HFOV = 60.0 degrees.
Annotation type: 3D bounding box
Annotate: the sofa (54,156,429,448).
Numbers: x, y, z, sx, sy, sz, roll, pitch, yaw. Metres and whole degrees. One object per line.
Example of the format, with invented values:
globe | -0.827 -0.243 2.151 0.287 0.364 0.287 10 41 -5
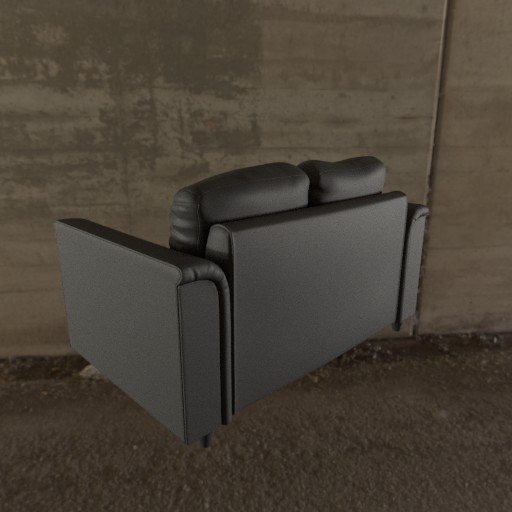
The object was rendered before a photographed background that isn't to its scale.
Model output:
sofa | 0.000 0.000 1.954 1.386 0.845 0.887 -15 22 -42
